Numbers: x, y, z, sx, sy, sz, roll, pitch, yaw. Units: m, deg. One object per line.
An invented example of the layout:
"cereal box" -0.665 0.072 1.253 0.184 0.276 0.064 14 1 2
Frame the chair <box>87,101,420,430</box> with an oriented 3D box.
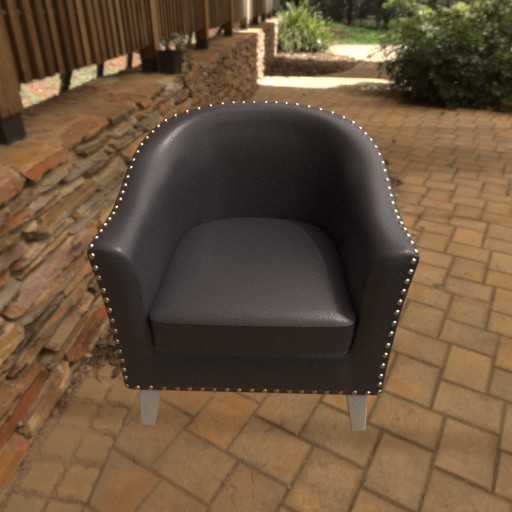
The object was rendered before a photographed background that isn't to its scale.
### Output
"chair" 0.000 0.000 1.436 0.794 0.823 0.748 1 31 2
